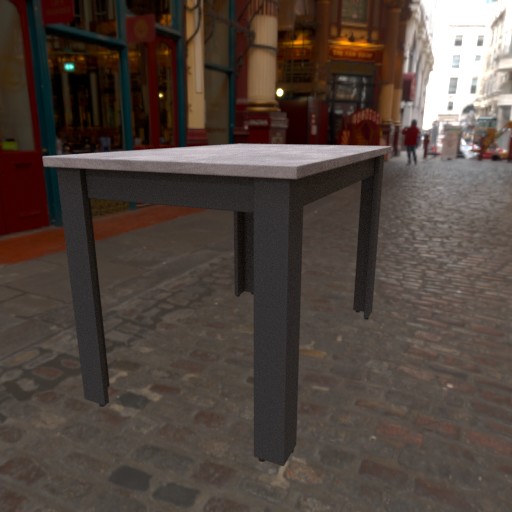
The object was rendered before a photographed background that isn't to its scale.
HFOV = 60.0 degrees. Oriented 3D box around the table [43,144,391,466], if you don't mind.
[{"bbox_3d":[0.000,0.000,1.579,0.700,0.734,1.100,8,18,24],"label":"table"}]
